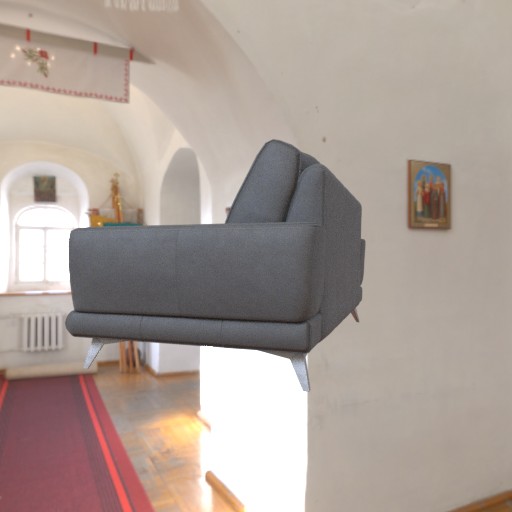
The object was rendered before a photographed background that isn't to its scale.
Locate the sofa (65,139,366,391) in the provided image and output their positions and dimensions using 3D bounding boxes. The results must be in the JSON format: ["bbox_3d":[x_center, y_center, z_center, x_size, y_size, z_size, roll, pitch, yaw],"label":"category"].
[{"bbox_3d":[0.000,0.000,2.413,1.018,0.907,1.806,0,0,19],"label":"sofa"}]
